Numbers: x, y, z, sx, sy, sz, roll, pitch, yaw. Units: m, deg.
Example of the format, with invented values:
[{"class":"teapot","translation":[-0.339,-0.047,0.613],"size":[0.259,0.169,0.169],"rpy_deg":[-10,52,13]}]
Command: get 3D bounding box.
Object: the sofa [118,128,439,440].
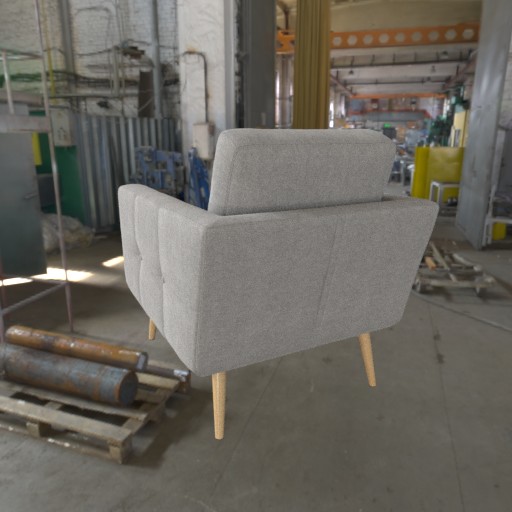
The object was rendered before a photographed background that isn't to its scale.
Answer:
[{"class":"sofa","translation":[0.000,0.000,1.565],"size":[0.770,0.860,0.920],"rpy_deg":[-8,18,-27]}]
